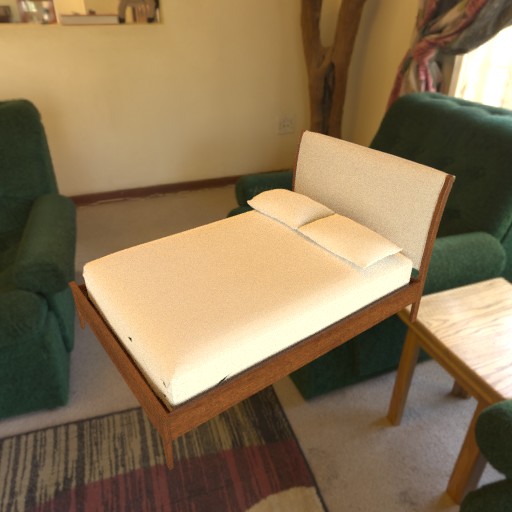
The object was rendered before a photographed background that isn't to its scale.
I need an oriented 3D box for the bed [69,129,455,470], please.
[{"bbox_3d":[0.000,0.000,3.345,2.380,1.250,1.612,-20,36,-31],"label":"bed"}]
